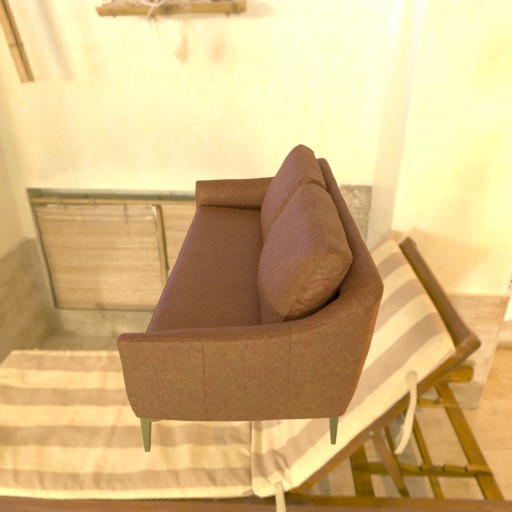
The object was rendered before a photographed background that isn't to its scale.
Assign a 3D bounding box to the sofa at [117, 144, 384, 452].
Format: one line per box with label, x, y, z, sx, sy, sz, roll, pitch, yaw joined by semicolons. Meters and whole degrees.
sofa;0.000;0.000;2.565;0.981;0.945;2.036;1;26;1
